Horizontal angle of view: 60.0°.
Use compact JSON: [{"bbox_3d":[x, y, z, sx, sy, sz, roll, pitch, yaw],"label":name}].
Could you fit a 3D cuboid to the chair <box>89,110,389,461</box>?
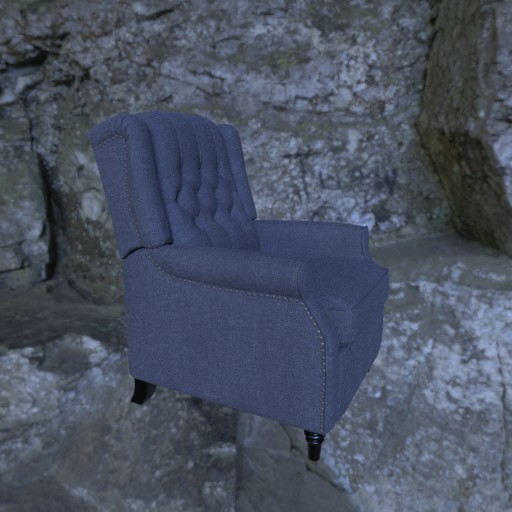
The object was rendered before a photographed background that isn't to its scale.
[{"bbox_3d":[0.000,0.000,1.624,0.898,1.035,0.742,7,15,27],"label":"chair"}]
